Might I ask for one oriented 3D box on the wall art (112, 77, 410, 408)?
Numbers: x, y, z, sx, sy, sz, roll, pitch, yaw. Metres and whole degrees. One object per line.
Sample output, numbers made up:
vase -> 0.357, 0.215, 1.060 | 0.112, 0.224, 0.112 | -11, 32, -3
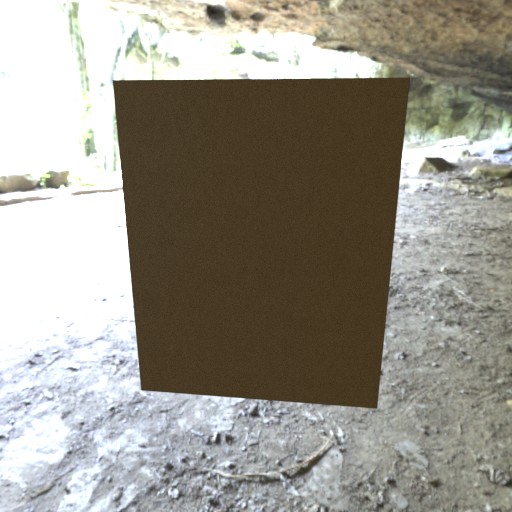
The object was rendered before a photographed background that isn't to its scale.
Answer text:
wall art -> 0.000, 0.000, 1.348 | 0.798, 1.002, 0.030 | 2, 18, 7
